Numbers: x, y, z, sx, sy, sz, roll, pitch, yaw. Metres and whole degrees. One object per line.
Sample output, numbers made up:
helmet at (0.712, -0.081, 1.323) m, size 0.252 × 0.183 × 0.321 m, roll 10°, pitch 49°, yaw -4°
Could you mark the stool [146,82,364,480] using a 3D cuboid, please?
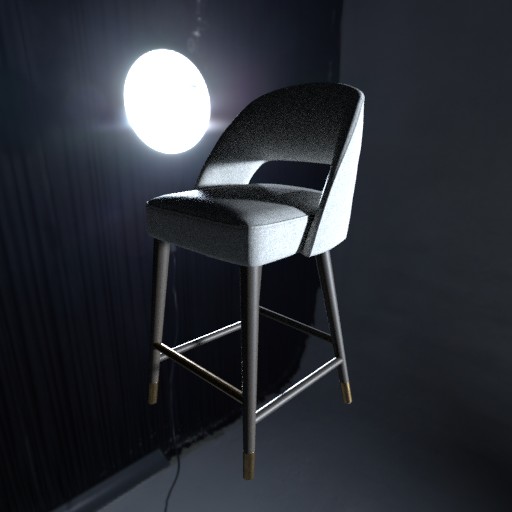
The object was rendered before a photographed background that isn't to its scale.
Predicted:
stool at (0.000, 0.000, 1.255) m, size 0.494 × 0.940 × 0.509 m, roll 16°, pitch 24°, yaw 42°
